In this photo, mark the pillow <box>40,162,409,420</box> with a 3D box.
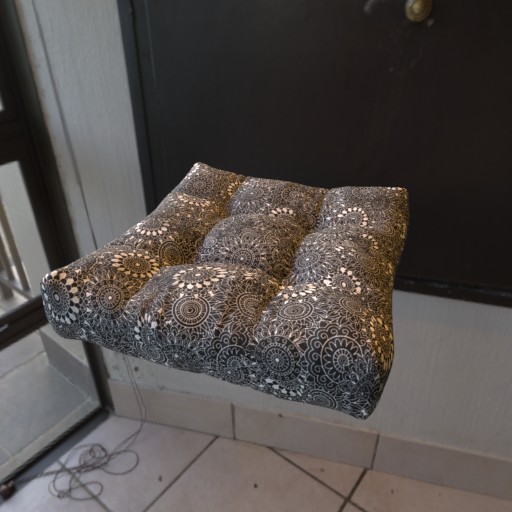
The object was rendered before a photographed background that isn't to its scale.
[{"bbox_3d":[0.000,0.000,0.735,0.468,0.128,0.490,10,33,16],"label":"pillow"}]
